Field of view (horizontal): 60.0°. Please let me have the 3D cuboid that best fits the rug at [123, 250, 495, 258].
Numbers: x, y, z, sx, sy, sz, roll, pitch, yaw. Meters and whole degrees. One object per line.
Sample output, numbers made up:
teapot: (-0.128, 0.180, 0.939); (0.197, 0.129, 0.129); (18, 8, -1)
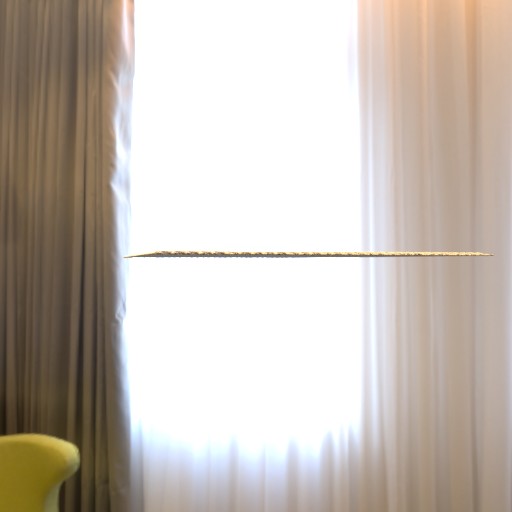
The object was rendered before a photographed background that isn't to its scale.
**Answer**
rug: (0.000, 0.000, 2.285); (1.230, 0.014, 1.847); (0, -1, -19)
